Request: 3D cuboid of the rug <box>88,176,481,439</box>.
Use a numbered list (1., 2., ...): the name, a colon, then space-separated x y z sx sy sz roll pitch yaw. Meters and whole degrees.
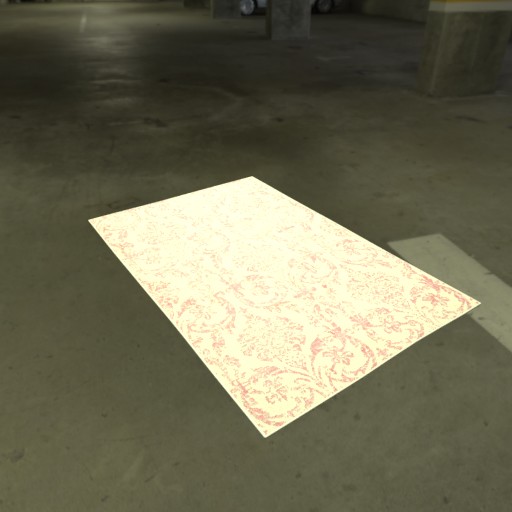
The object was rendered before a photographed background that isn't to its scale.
1. rug: 0.000 0.000 3.521 1.819 0.018 2.746 -20 38 -29
